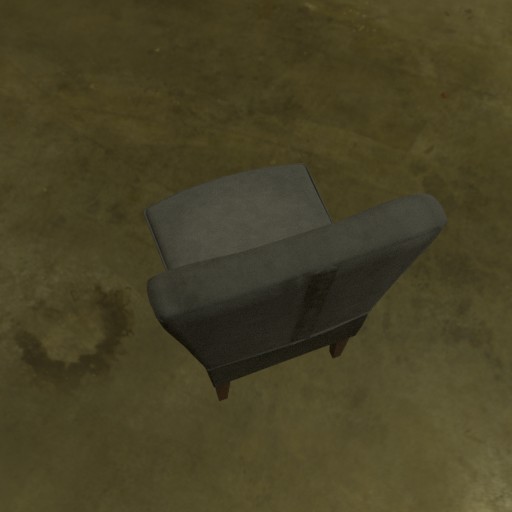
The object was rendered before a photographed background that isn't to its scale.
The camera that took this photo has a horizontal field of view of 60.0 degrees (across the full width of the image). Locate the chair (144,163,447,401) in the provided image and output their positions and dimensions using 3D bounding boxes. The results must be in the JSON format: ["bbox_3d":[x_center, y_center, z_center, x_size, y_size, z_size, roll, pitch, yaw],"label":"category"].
[{"bbox_3d":[0.000,0.000,1.176,0.521,0.806,0.554,-18,62,-10],"label":"chair"}]
